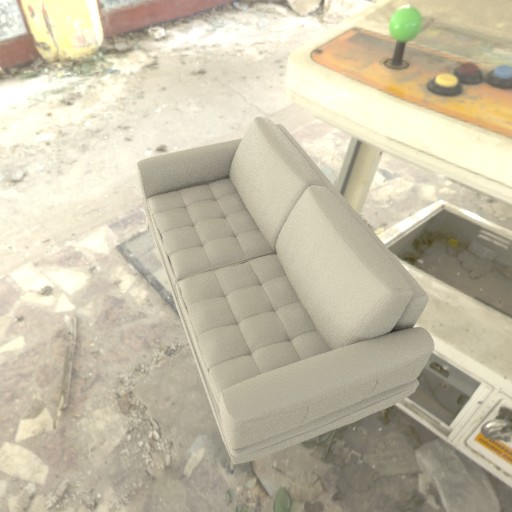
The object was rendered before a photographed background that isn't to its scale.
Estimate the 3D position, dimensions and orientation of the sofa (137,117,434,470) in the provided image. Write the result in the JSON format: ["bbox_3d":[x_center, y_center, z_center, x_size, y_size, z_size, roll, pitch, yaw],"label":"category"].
[{"bbox_3d":[0.000,0.000,2.790,1.121,0.930,2.177,-16,48,-15],"label":"sofa"}]
